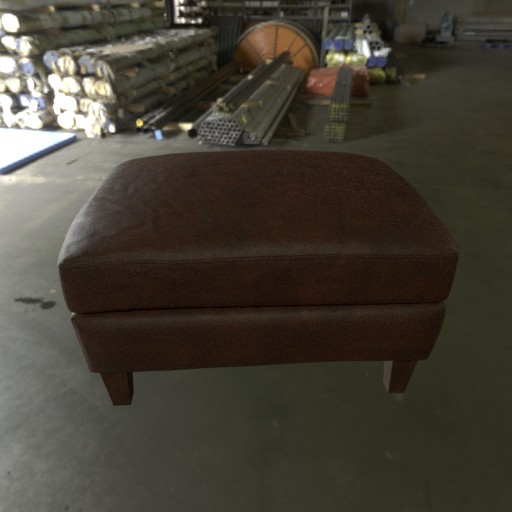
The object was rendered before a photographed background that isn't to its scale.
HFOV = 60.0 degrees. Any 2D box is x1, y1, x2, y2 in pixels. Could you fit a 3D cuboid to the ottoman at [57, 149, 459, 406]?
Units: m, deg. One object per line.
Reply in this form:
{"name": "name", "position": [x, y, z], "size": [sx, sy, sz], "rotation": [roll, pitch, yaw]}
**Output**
{"name": "ottoman", "position": [0.000, 0.000, 1.267], "size": [0.887, 0.527, 0.659], "rotation": [-2, 31, -3]}
